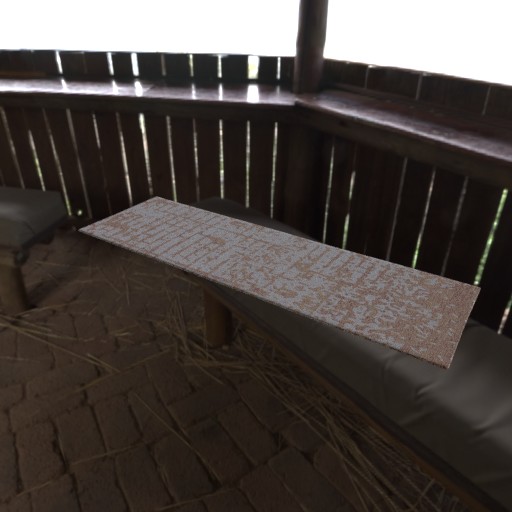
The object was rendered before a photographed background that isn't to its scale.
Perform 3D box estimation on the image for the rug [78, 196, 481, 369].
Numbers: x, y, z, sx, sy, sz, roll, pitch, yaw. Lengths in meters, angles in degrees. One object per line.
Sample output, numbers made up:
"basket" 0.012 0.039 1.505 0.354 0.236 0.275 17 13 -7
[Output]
"rug" 0.000 0.000 2.726 2.435 0.011 0.750 18 34 29
